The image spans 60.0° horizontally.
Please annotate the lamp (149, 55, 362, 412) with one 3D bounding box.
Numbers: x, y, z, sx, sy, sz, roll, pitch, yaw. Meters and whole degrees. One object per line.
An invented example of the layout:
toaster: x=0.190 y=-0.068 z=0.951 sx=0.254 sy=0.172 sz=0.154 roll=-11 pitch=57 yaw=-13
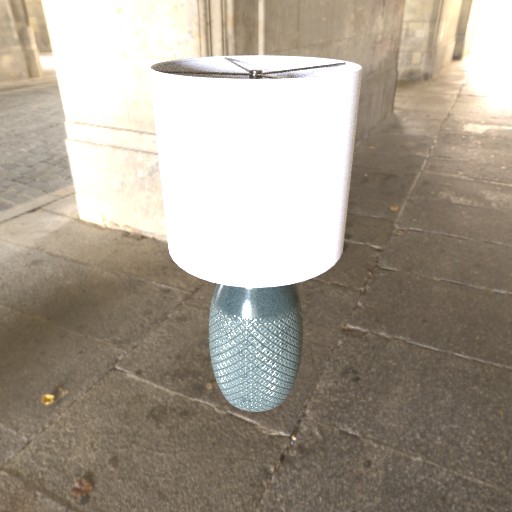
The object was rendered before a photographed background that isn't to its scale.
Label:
lamp: x=0.000 y=0.000 z=0.569 sx=0.217 sy=0.453 sz=0.217 roll=-10 pitch=30 yaw=-17
